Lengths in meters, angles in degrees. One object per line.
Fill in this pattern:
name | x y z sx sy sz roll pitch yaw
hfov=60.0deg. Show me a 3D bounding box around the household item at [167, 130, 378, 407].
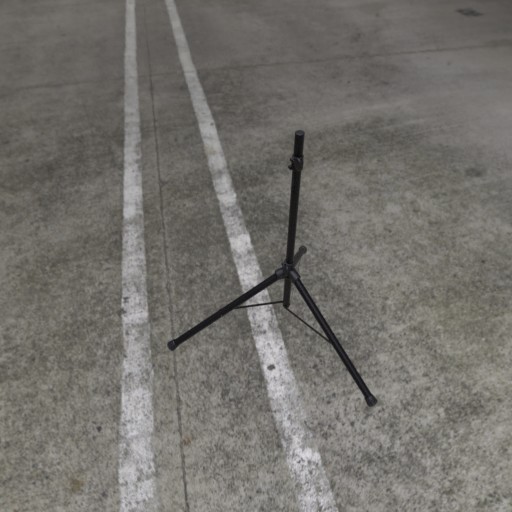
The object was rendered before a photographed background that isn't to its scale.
household item | 0.000 0.000 1.894 0.907 1.136 1.045 -9 47 -9
